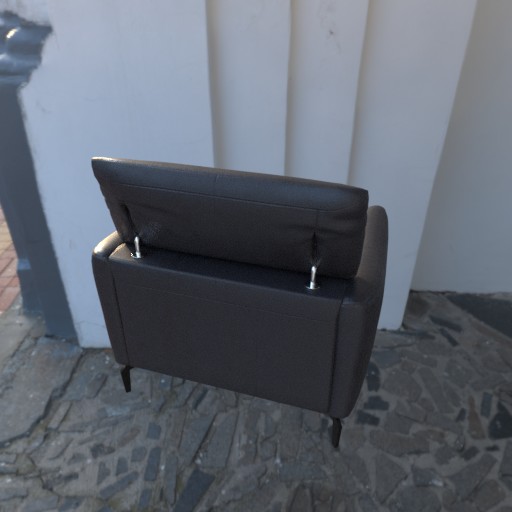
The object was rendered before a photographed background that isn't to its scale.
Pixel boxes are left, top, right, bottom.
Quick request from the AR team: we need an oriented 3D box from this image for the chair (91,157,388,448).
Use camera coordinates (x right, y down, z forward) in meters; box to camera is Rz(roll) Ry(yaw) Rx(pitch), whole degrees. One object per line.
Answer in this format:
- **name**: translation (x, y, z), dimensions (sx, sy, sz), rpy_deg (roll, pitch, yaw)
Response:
- **chair**: translation (0.000, 0.000, 1.719), dimensions (0.976, 0.949, 0.809), rpy_deg (9, 33, 15)
